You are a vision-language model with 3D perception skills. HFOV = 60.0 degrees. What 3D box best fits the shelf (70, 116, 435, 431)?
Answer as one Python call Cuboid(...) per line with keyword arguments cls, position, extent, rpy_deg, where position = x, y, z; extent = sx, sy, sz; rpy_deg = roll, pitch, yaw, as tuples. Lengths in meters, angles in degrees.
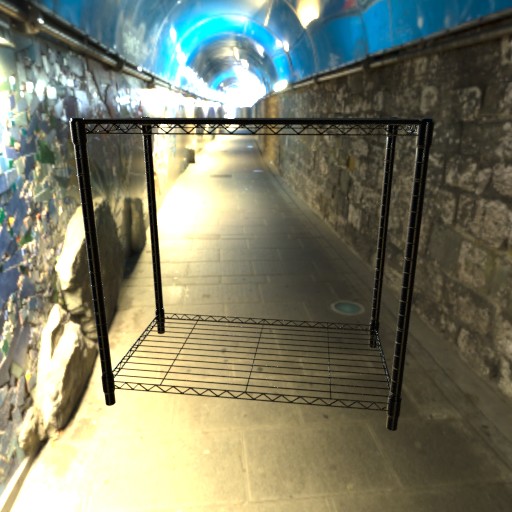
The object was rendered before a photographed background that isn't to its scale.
Cuboid(cls="shelf", position=(0.000, 0.000, 0.944), extent=(0.589, 0.564, 0.338), rpy_deg=(2, 18, 7))
